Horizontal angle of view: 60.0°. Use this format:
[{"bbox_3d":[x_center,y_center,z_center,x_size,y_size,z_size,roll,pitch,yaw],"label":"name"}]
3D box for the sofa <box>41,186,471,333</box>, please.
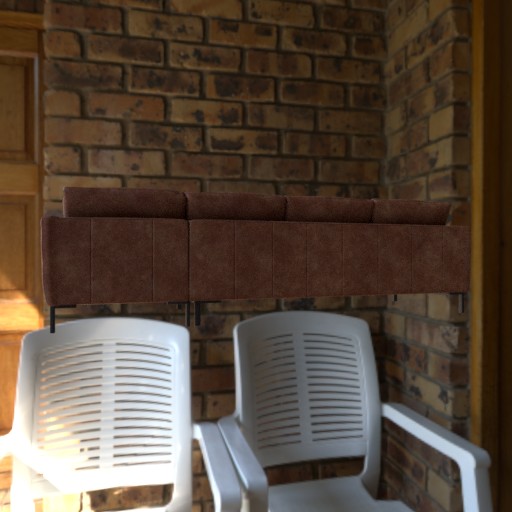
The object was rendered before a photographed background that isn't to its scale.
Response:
[{"bbox_3d":[0.000,0.000,3.606,2.993,0.859,1.471,0,0,-18],"label":"sofa"}]
